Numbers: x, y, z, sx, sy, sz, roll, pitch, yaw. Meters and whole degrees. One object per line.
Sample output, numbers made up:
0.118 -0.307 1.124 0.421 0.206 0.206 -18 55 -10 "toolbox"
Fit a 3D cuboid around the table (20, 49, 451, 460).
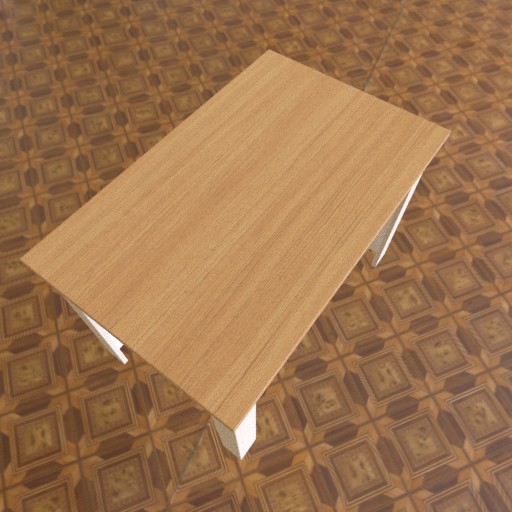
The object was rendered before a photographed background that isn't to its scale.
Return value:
0.000 0.000 1.573 0.700 0.734 1.100 32 64 18 "table"
